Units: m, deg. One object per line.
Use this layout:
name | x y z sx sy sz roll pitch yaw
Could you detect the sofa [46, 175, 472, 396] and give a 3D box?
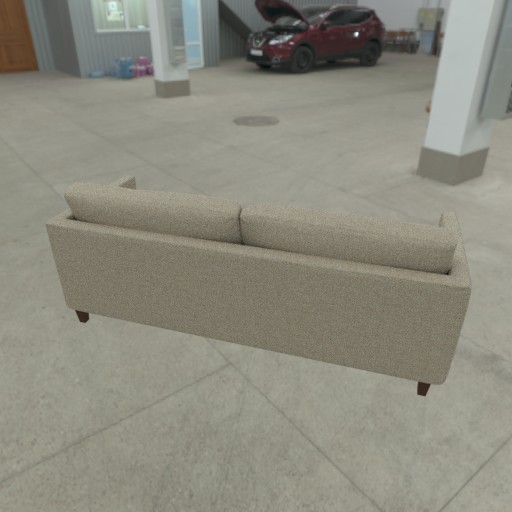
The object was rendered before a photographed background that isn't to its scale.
sofa | 0.000 0.000 2.897 2.434 0.965 0.951 9 31 15
